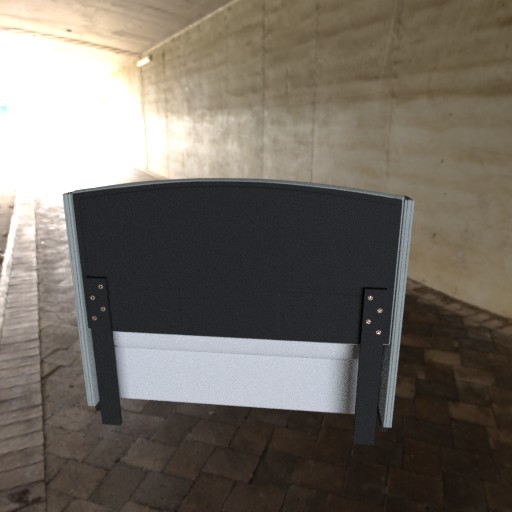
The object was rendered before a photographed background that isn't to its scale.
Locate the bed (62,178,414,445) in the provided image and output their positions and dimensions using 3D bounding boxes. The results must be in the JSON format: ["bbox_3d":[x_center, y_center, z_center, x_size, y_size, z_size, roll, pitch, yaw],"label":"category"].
[{"bbox_3d":[0.000,0.000,3.332,1.710,1.407,2.237,2,17,6],"label":"bed"}]
